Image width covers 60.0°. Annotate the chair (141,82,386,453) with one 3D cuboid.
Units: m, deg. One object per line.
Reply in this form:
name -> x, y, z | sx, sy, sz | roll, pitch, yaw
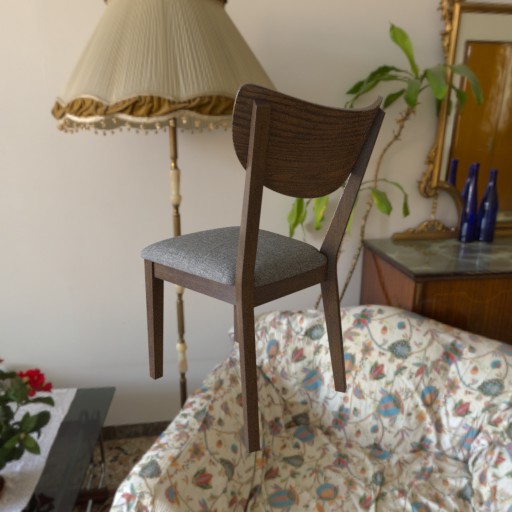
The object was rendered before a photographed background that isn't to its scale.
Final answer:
chair -> 0.000, 0.000, 1.241 | 0.491, 0.849, 0.583 | -15, 22, -42
